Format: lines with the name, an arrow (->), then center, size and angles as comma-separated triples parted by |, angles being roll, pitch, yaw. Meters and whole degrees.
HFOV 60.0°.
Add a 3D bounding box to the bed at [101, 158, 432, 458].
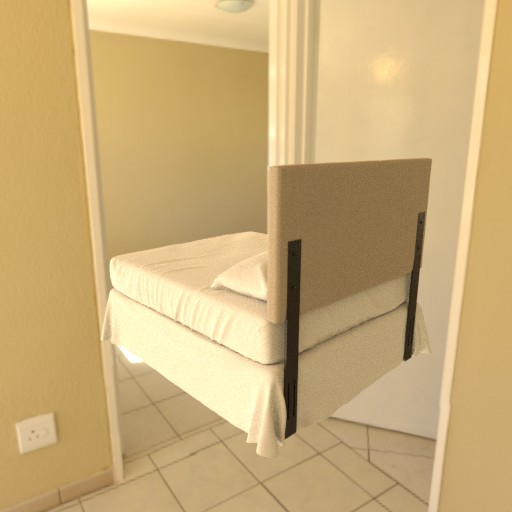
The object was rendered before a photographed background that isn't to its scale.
bed -> 0.000, 0.000, 3.609 | 1.936, 1.577, 2.222 | -13, 19, -41
